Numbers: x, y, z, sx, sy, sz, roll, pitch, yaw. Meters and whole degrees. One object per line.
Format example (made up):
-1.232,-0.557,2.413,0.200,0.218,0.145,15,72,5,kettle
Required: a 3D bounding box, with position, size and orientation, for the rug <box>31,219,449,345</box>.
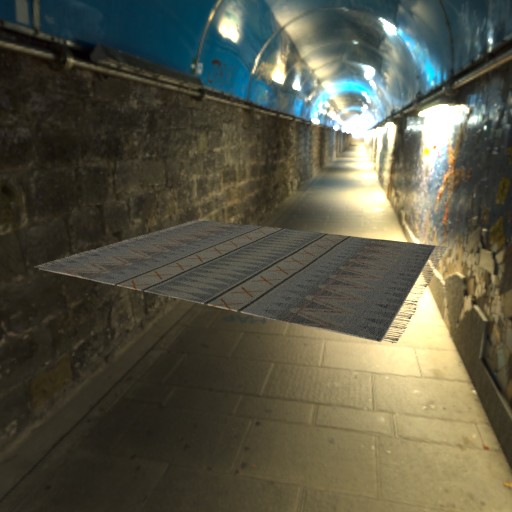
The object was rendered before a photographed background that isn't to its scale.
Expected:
0.000,0.000,3.984,3.000,0.012,2.371,8,18,27,rug
